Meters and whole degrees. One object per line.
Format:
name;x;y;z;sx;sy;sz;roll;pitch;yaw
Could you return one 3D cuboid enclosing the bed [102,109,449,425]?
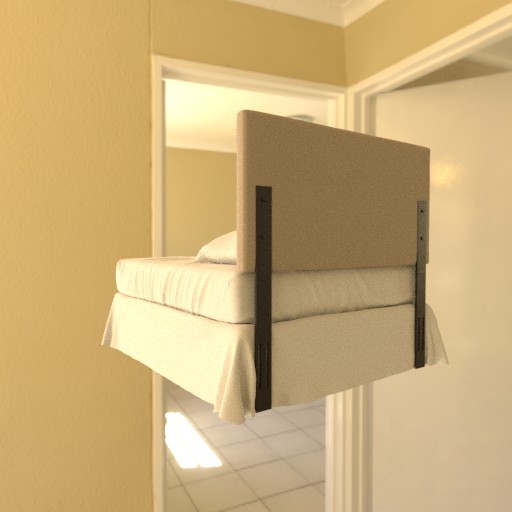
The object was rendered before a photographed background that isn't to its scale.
bed;0.000;0.000;3.556;1.936;1.577;2.222;-1;2;-36
